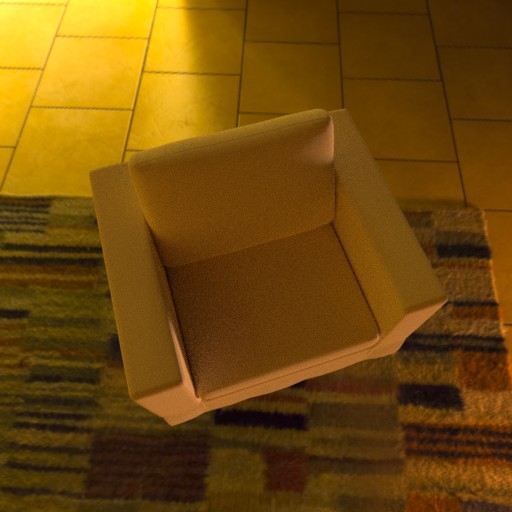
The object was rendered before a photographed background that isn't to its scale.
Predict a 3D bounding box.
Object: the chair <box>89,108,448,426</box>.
[{"bbox_3d":[0.000,0.000,1.827,1.150,0.878,0.957,-16,65,-8],"label":"chair"}]
